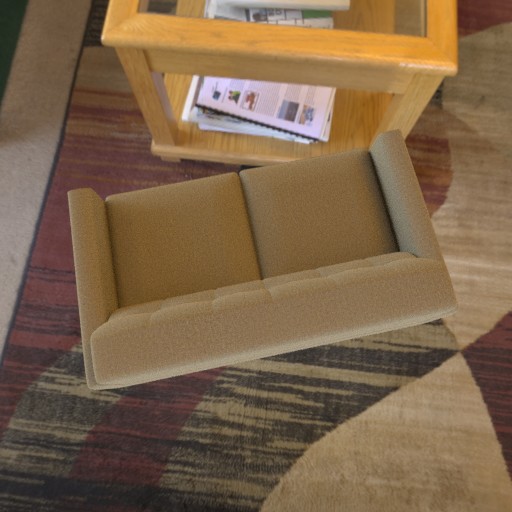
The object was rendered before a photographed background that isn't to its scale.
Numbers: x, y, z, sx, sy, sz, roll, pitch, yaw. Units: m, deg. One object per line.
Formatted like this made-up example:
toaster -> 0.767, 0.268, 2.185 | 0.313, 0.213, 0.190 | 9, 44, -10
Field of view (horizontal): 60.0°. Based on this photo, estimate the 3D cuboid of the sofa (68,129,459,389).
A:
sofa -> 0.000, 0.000, 2.182 | 1.651, 0.925, 0.952 | -11, 75, -3
